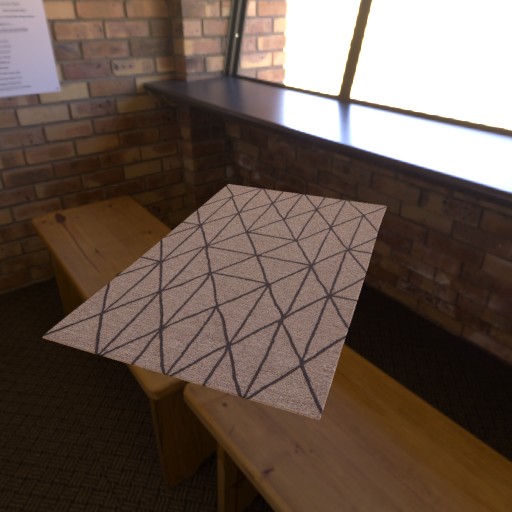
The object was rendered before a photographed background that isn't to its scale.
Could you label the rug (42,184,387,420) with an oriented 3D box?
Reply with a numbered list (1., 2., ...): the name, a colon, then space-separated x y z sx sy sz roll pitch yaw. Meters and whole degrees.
1. rug: 0.000 0.000 3.143 1.526 0.008 2.465 11 32 18
